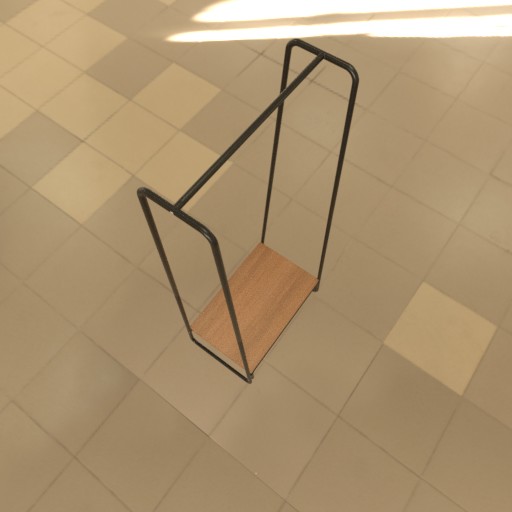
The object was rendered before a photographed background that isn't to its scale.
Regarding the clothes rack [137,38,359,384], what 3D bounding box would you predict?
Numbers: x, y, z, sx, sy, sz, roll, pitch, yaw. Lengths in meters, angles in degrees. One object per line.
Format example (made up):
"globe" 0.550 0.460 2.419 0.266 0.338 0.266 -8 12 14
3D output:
"clothes rack" 0.000 0.000 1.765 0.400 1.500 0.640 33 68 15
